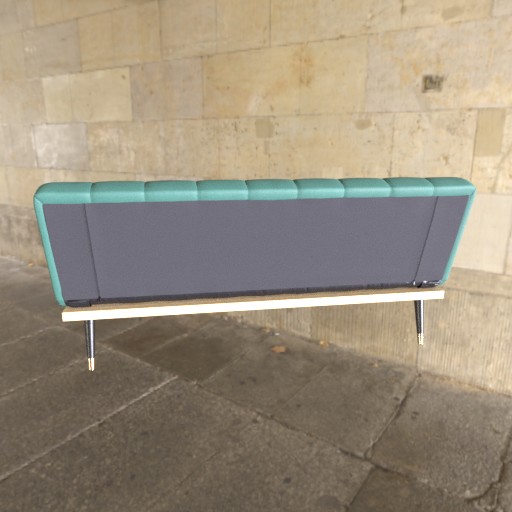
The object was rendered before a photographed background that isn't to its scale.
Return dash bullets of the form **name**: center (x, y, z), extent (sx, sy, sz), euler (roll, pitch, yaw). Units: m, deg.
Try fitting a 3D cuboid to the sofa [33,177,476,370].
- **sofa**: center (0.000, 0.000, 2.250), extent (1.810, 0.820, 0.830), euler (-2, 14, -9)
